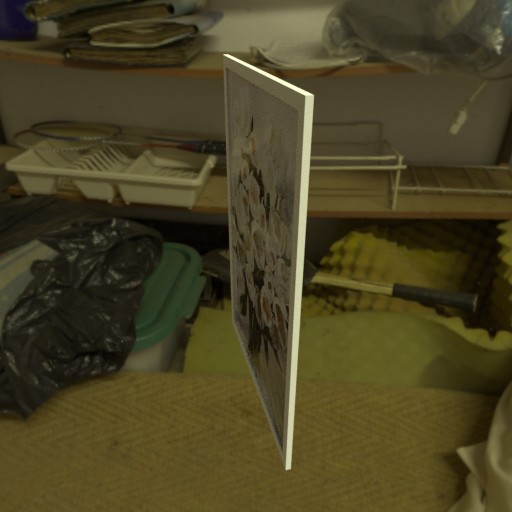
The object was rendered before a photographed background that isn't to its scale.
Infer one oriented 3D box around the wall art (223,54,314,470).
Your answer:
[{"bbox_3d":[0.000,0.000,1.234,0.015,0.965,0.660,-8,31,-13],"label":"wall art"}]
